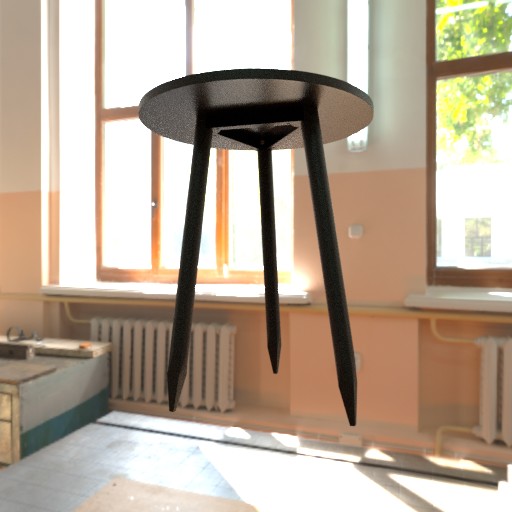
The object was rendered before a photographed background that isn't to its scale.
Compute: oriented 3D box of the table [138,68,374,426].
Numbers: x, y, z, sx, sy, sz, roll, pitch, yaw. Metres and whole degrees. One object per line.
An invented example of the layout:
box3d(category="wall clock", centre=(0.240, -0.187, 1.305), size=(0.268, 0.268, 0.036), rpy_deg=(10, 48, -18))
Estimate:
box3d(category="table", centre=(0.000, 0.000, 0.893), size=(0.457, 0.585, 0.457), rpy_deg=(0, 0, 0))
